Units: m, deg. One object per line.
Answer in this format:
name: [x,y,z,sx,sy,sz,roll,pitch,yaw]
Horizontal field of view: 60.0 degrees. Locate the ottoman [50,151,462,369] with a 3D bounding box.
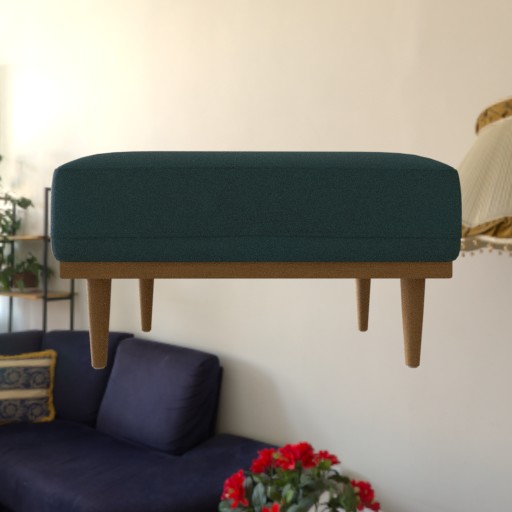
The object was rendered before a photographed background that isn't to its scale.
ottoman: [0.000,0.000,1.045,0.749,0.428,0.549,0,1,-1]
